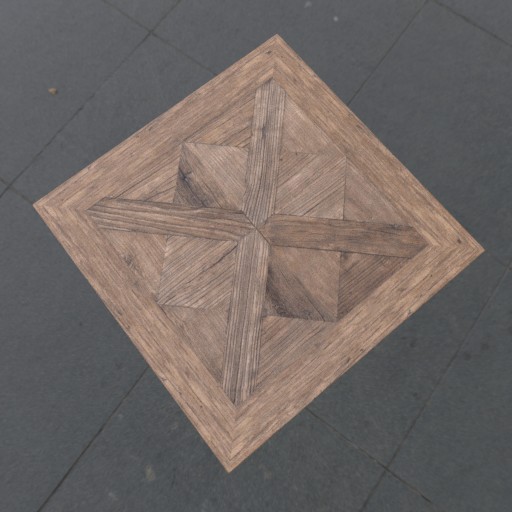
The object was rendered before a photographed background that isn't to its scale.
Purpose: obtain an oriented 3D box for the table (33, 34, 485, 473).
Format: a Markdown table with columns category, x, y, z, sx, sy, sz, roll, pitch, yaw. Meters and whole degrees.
| category | x | y | z | sx | sy | sz | roll | pitch | yaw |
| --- | --- | --- | --- | --- | --- | --- | --- | --- | --- |
| table | 0.000 | 0.000 | 1.220 | 0.700 | 0.532 | 0.700 | -38 | 79 | -8 |
